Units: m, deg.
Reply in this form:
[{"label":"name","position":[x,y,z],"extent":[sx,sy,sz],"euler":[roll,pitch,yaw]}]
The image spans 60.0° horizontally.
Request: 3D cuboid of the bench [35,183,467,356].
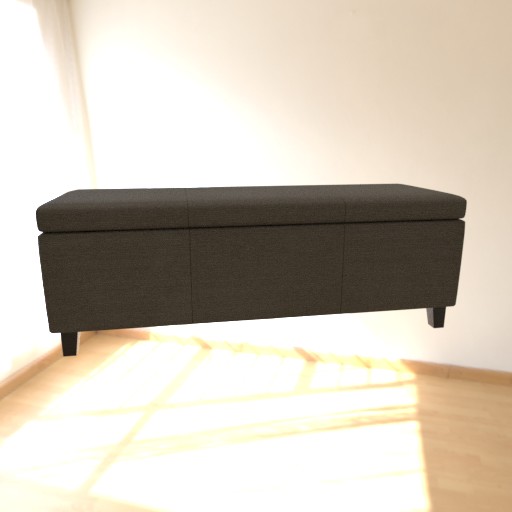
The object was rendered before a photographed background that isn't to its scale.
[{"label":"bench","position":[0.000,0.000,1.502],"extent":[1.269,0.438,0.446],"euler":[-3,15,-9]}]
